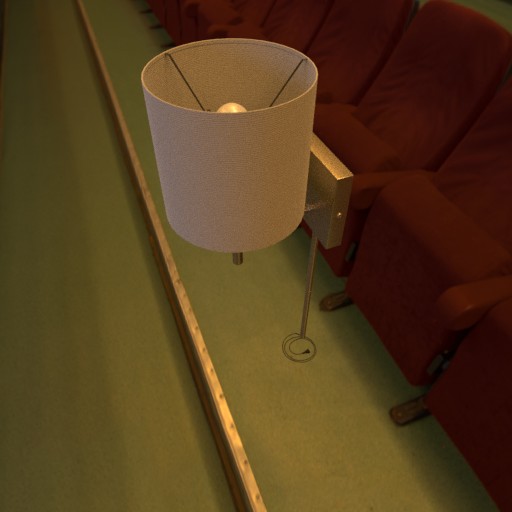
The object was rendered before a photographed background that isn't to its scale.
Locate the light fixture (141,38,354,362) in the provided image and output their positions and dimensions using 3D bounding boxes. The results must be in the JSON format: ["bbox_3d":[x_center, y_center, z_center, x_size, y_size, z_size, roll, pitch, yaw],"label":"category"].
[{"bbox_3d":[0.000,0.000,0.693,0.248,0.589,0.188,-16,48,-15],"label":"light fixture"}]
